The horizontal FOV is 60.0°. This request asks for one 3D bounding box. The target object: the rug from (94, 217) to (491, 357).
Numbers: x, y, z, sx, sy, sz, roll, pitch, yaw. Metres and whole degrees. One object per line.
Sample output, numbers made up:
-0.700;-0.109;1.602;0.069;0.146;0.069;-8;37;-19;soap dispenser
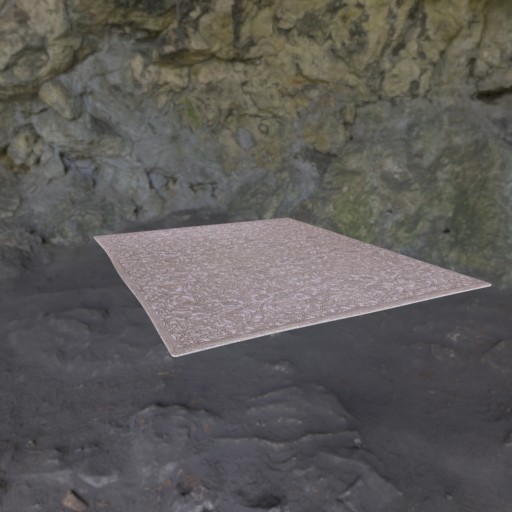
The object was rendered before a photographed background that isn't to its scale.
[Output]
0.000;0.000;4.096;2.472;0.035;3.017;-8;17;-26;rug
